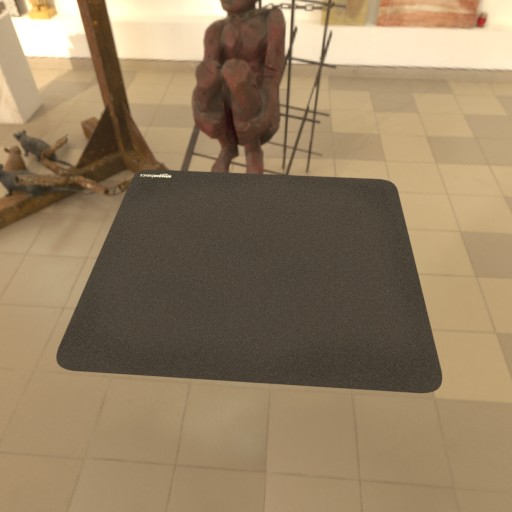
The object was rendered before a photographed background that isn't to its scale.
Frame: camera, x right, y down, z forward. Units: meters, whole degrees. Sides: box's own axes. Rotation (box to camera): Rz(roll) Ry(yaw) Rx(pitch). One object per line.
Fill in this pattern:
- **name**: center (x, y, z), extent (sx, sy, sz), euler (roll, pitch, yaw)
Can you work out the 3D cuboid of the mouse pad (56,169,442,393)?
- **mouse pad**: center (0.000, 0.000, 0.636), extent (0.451, 0.002, 0.393), euler (3, 46, 3)
